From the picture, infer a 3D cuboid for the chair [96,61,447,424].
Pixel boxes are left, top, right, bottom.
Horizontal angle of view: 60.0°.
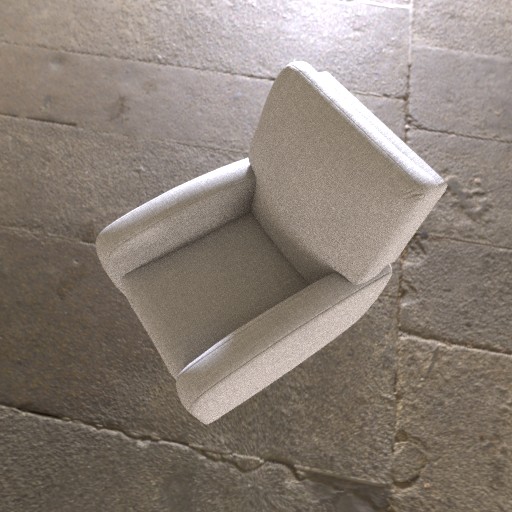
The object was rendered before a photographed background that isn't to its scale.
[{"bbox_3d":[0.000,0.000,1.657,0.990,0.990,0.762,-31,67,-15],"label":"chair"}]
